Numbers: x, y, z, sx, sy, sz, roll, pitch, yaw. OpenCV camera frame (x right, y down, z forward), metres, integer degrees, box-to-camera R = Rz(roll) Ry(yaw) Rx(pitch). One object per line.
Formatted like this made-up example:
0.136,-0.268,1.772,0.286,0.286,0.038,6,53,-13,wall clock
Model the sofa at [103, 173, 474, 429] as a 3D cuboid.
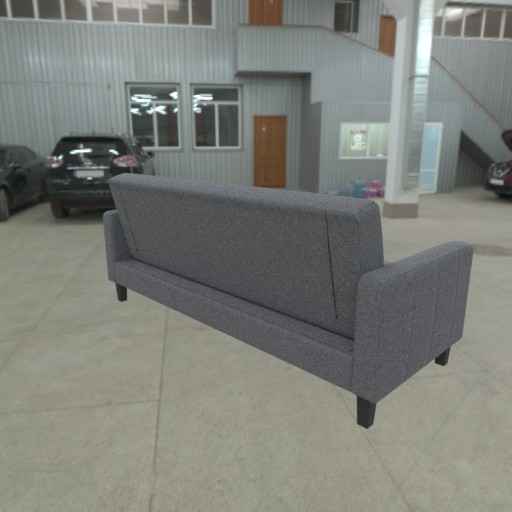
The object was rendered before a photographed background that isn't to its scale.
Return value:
0.000,0.000,2.464,0.810,0.850,2.040,-14,20,-43,sofa
